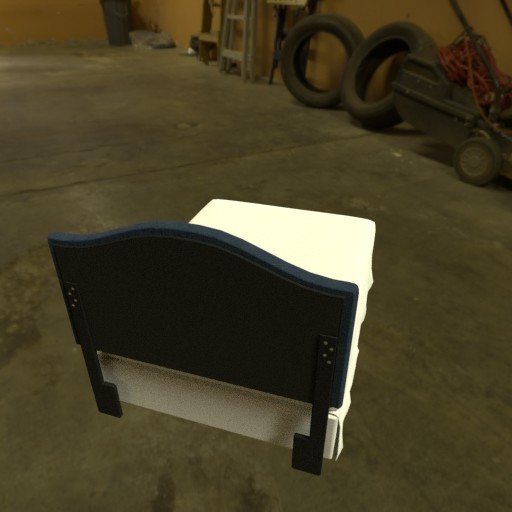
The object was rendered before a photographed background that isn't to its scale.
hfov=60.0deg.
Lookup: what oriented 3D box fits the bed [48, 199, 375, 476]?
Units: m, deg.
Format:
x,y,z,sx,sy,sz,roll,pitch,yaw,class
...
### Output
x,y,z,sx,sy,sz,roll,pitch,yaw,class
0.000,0.000,3.282,1.713,1.518,2.153,9,33,15,bed
